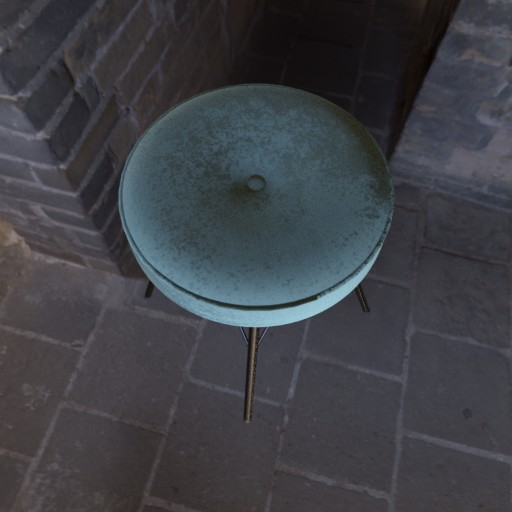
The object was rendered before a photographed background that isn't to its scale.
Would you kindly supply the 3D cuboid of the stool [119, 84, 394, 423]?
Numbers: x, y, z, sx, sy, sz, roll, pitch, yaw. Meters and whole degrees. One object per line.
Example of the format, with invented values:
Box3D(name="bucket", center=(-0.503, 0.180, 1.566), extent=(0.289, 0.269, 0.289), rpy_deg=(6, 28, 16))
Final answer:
Box3D(name="stool", center=(0.000, 0.000, 0.872), extent=(0.458, 0.519, 0.457), rpy_deg=(-30, 67, -14))
